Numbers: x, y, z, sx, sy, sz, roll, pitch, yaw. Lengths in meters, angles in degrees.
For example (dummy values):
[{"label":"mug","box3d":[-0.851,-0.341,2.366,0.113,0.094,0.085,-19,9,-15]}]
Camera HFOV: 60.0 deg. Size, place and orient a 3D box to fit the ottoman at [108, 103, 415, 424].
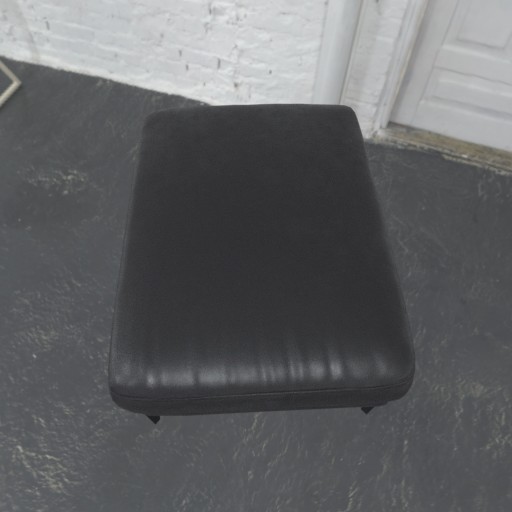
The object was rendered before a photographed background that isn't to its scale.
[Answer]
[{"label":"ottoman","box3d":[0.000,0.000,1.083,0.570,0.402,0.764,-2,57,-1]}]
